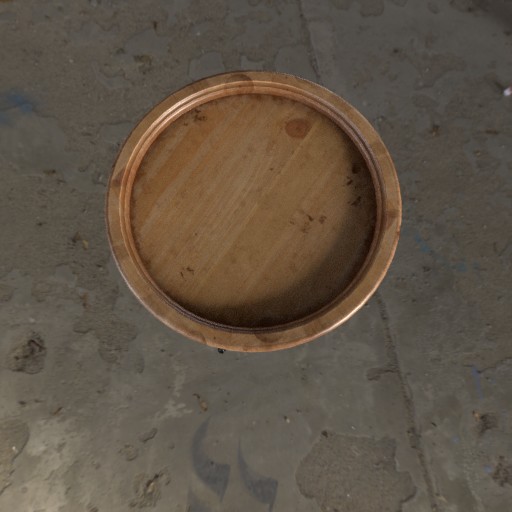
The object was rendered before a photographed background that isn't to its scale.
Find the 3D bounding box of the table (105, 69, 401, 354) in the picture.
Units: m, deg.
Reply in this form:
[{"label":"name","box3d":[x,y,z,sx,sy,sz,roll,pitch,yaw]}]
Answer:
[{"label":"table","box3d":[0.000,0.000,0.929,0.418,0.664,0.414,8,77,2]}]
